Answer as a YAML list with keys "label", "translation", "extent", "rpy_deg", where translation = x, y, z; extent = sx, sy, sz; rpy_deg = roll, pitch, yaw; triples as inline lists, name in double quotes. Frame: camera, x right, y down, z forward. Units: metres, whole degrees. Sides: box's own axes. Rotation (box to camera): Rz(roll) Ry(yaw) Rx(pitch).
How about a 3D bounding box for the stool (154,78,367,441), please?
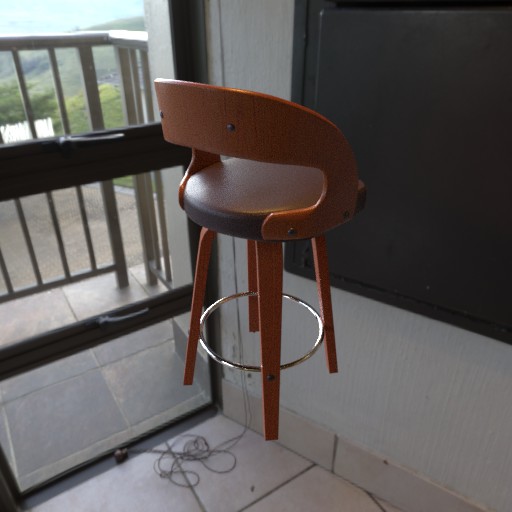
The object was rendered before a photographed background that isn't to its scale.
- label: "stool"
  translation: [0.000, 0.000, 1.207]
  extent: [0.457, 0.940, 0.457]
  rpy_deg: [21, 36, 33]
